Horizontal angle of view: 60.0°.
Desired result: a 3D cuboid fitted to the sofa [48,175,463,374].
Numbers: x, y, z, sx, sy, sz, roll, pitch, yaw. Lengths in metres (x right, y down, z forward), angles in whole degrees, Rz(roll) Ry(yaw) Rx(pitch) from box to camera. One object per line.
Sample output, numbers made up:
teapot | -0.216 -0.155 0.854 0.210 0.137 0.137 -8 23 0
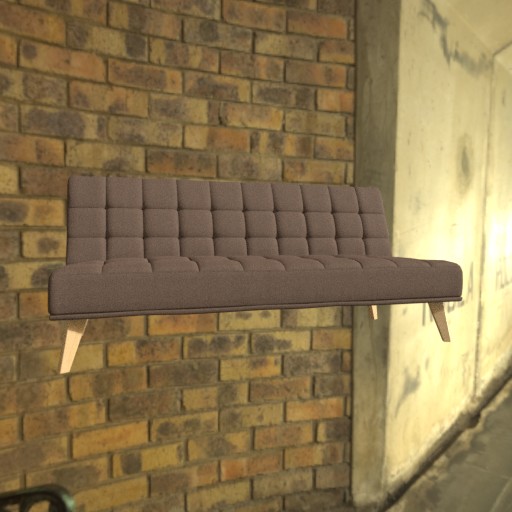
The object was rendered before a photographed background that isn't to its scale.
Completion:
sofa | 0.000 0.000 2.214 1.800 0.810 0.860 -1 2 -17
